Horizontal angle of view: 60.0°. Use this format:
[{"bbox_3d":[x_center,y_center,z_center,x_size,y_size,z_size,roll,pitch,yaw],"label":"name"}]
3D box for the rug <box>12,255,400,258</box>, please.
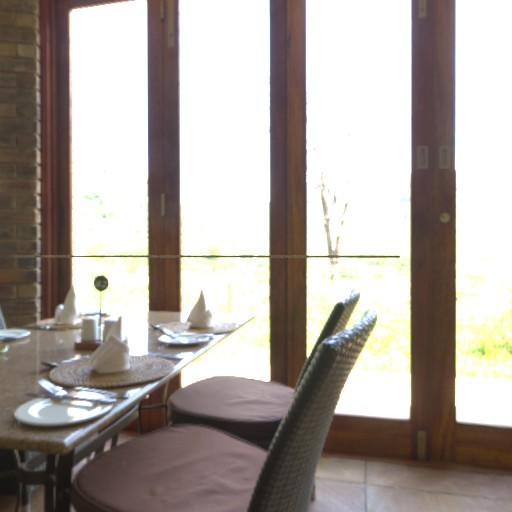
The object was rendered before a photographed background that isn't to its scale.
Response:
[{"bbox_3d":[0.000,0.000,3.794,2.286,0.013,2.894,0,0,17],"label":"rug"}]
